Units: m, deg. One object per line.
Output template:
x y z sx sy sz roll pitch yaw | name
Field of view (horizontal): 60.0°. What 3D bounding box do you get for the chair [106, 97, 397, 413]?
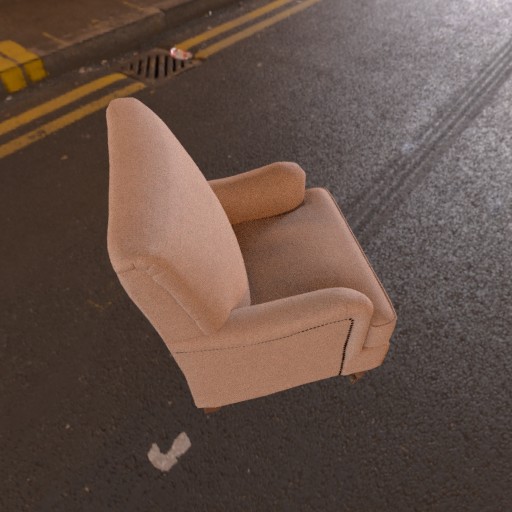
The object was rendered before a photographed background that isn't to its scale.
0.000 0.000 1.830 0.953 1.119 0.879 -10 48 -9 | chair
